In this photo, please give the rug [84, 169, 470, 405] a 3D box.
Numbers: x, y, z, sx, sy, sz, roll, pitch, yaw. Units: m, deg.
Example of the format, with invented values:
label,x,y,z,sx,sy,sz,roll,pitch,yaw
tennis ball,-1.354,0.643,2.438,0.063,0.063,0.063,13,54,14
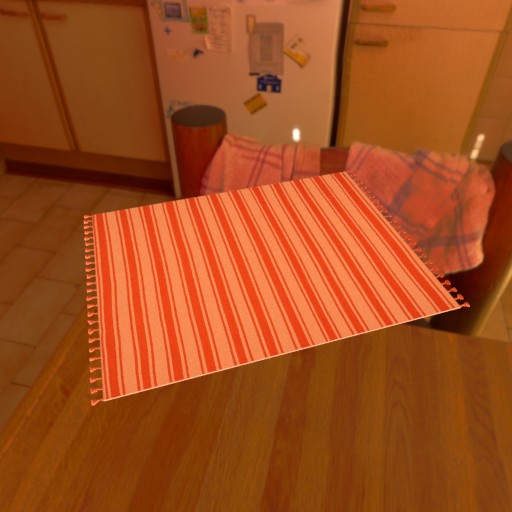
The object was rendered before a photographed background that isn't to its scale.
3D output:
label,x,y,z,sx,sy,sz,roll,pitch,yaw
rug,0.000,0.000,4.569,3.369,0.035,2.451,-12,44,-12
